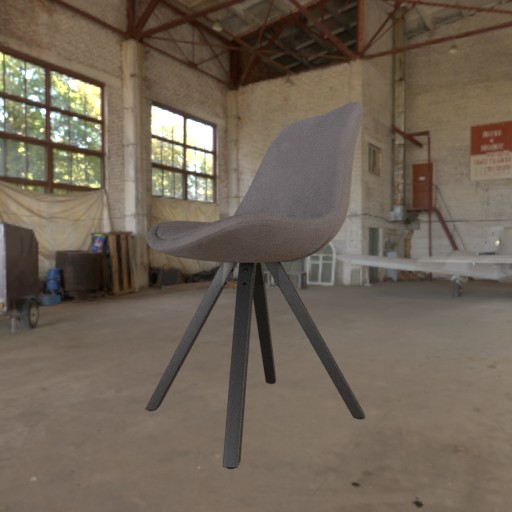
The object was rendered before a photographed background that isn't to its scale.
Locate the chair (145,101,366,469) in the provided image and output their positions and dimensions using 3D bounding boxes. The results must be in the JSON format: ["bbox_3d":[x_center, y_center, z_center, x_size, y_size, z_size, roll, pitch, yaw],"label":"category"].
[{"bbox_3d":[0.000,0.000,1.183,0.550,0.850,0.476,-1,2,-37],"label":"chair"}]
